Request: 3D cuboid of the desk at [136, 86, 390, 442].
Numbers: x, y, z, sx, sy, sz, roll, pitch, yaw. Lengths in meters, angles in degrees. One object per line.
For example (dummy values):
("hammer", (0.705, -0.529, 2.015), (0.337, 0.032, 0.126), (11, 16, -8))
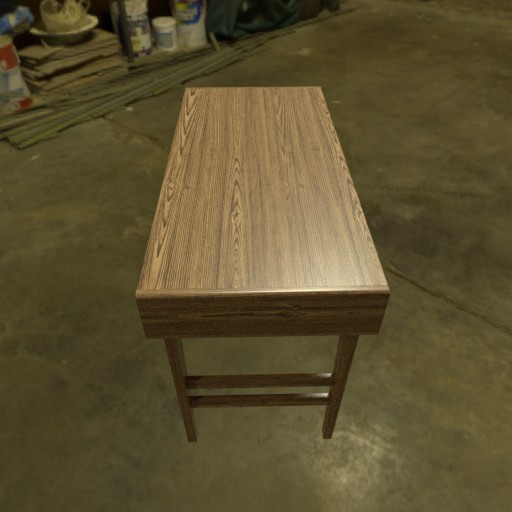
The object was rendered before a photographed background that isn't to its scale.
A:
("desk", (0.000, 0.000, 1.521), (0.508, 0.755, 1.067), (-1, 42, -1))
